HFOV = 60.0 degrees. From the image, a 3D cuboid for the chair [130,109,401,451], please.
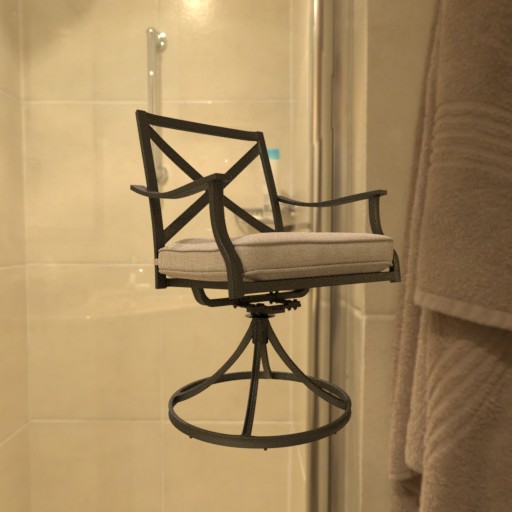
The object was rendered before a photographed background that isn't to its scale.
[{"bbox_3d":[0.000,0.000,1.292,0.575,0.889,0.620,-2,3,-37],"label":"chair"}]
